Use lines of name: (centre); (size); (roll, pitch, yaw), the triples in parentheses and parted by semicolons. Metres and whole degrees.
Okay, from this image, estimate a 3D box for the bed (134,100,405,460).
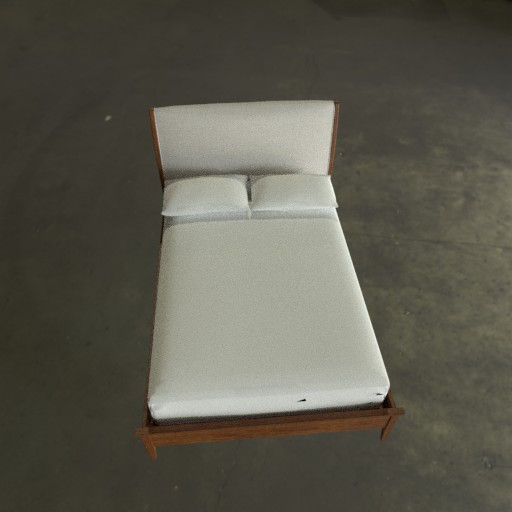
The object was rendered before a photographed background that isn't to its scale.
bed: (0.000, 0.000, 3.300); (1.612, 1.250, 2.380); (-3, 46, -3)
